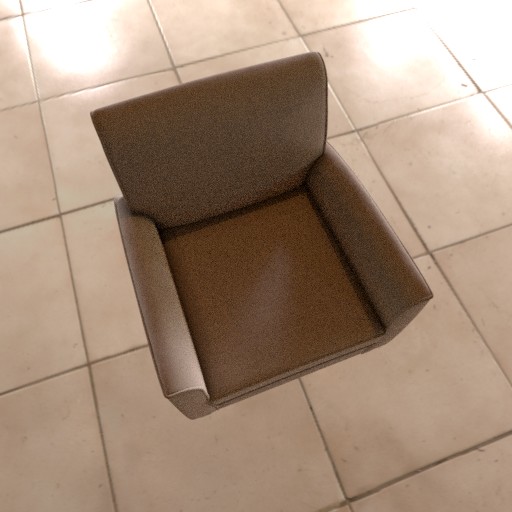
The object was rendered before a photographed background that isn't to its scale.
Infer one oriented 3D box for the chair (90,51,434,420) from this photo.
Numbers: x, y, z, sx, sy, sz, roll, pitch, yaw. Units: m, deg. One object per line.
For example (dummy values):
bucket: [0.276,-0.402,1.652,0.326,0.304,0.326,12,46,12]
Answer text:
chair: [0.000,0.000,1.552,0.820,0.915,0.820,-19,65,-9]
